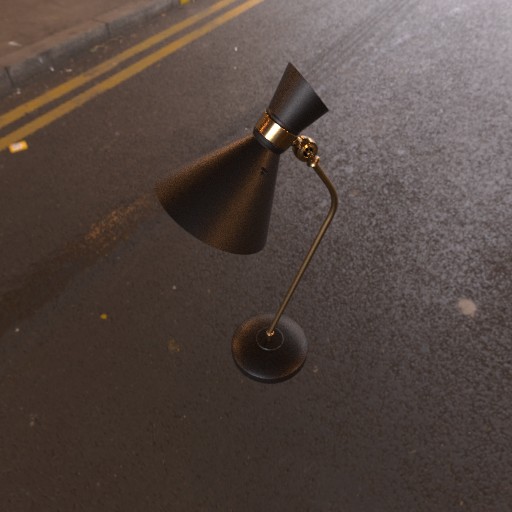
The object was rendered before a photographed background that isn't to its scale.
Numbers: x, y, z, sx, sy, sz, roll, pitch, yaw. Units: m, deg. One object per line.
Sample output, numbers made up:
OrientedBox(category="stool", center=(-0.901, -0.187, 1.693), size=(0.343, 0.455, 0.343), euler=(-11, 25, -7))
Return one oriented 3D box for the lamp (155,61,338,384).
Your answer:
OrientedBox(category="lamp", center=(0.000, 0.000, 0.774), size=(0.292, 0.647, 0.189), euler=(-14, 48, -13))
